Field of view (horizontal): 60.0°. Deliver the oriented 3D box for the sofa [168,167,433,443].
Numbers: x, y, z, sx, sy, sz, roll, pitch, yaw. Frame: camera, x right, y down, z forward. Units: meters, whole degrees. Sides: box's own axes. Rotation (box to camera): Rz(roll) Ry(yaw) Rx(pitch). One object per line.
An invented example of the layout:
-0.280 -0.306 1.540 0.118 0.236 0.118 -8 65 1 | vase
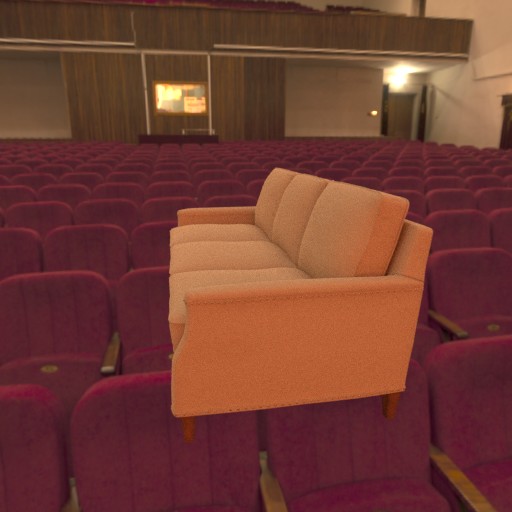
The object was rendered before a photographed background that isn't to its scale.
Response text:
0.000 0.000 2.800 1.084 1.003 2.246 -3 14 -10 | sofa
